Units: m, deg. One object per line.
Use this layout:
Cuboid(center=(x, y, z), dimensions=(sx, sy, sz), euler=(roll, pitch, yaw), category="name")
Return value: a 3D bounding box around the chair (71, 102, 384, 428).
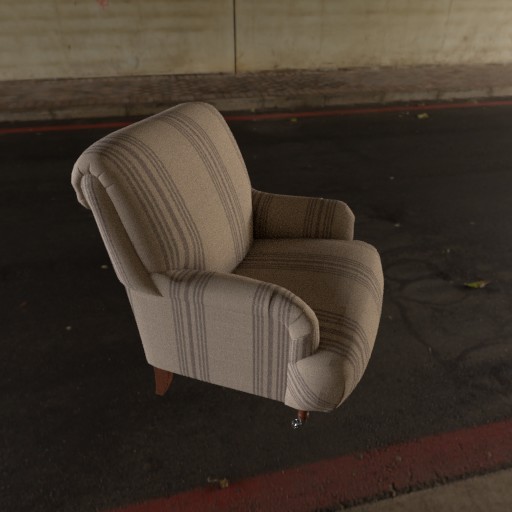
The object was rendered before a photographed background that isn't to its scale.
Cuboid(center=(0.000, 0.000, 1.591), dimensions=(0.914, 0.940, 0.813), euler=(10, 32, 16), category="chair")
